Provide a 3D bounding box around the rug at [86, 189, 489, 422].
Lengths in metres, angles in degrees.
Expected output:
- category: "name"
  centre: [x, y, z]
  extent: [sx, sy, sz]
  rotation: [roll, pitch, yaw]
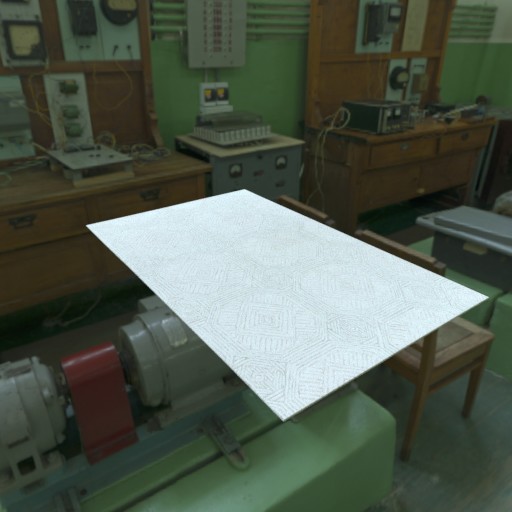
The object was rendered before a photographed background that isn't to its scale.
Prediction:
- category: "rug"
  centre: [0.000, 0.000, 3.006]
  extent: [1.524, 0.008, 2.440]
  rotation: [-18, 32, -32]
